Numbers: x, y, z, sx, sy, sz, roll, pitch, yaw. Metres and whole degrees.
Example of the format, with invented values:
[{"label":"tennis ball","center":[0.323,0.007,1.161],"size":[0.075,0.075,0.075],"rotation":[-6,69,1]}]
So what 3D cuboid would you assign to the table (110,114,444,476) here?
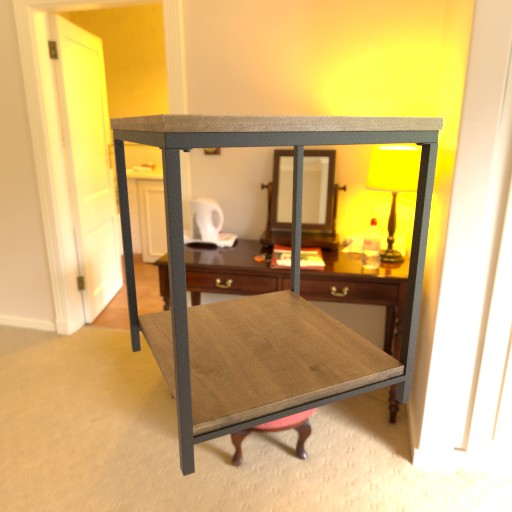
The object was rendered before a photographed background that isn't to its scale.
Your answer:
[{"label":"table","center":[0.000,0.000,0.990],"size":[0.507,0.589,0.503],"rotation":[-8,18,-24]}]
